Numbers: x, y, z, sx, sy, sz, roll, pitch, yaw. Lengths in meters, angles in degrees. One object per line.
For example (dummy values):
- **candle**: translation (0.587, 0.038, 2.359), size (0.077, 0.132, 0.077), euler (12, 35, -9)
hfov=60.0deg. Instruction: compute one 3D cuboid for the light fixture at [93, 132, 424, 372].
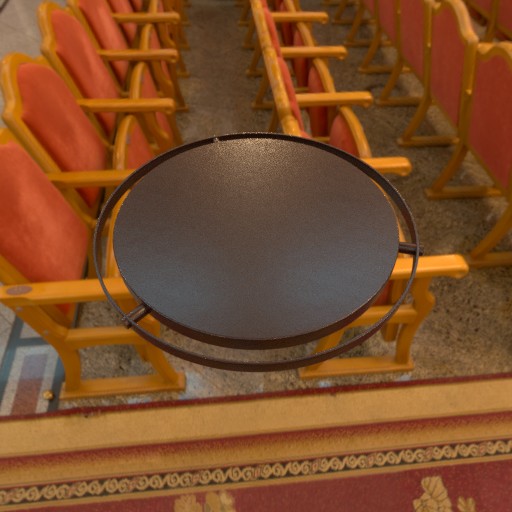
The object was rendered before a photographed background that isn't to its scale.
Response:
- **light fixture**: translation (0.000, 0.000, 0.549), size (0.361, 0.130, 0.361), euler (0, 48, 0)
